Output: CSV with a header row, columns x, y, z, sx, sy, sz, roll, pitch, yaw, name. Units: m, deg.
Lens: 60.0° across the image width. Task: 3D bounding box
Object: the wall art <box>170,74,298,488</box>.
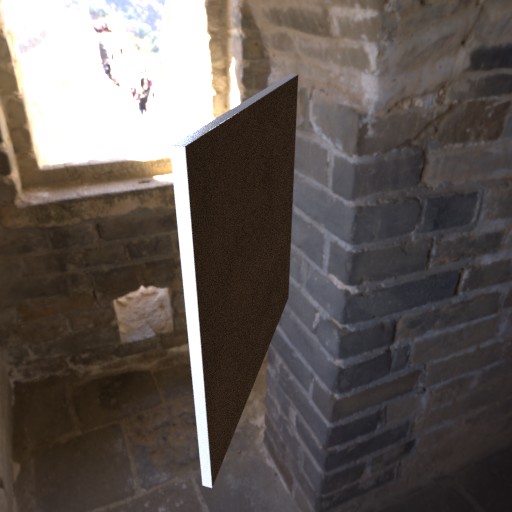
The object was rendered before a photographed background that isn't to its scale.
x,y,z,sx,sy,sz,roll,pitch,yaw,name
0.000,0.000,0.968,0.020,0.661,0.664,8,30,14,wall art
